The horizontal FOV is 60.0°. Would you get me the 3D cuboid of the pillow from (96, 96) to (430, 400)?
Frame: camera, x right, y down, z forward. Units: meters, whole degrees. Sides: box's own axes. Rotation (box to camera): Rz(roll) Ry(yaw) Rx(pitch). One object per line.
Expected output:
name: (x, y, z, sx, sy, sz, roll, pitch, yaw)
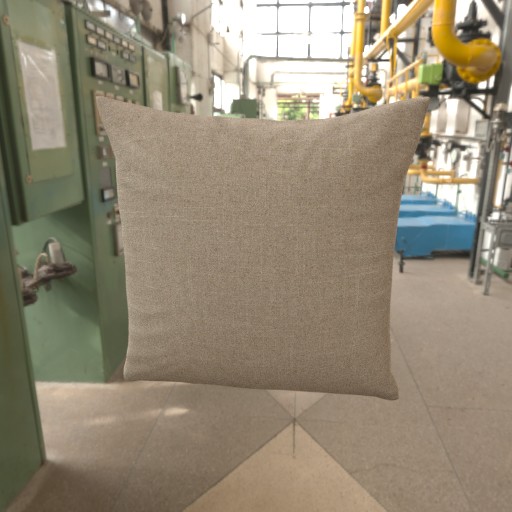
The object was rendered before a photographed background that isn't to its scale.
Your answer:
pillow: (0.000, 0.000, 0.746, 0.513, 0.511, 0.158, 2, 16, 6)
